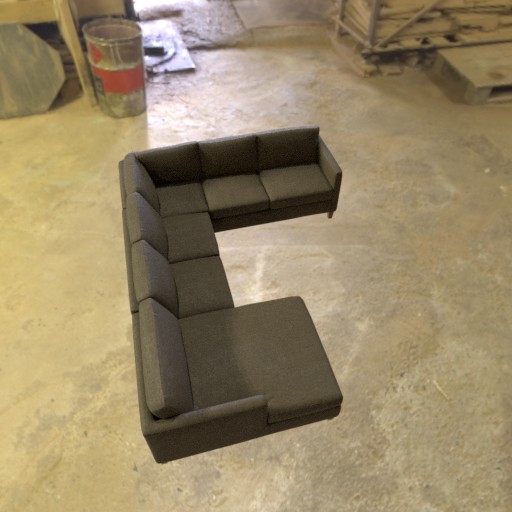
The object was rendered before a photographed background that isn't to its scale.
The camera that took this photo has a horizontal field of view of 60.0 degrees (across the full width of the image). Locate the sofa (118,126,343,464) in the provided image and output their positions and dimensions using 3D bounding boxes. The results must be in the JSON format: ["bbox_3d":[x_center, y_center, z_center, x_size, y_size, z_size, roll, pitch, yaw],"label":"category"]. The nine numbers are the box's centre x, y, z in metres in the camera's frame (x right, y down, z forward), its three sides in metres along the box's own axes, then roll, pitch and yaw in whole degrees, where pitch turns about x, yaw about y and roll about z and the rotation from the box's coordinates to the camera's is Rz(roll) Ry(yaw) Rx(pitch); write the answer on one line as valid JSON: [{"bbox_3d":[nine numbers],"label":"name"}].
[{"bbox_3d":[0.000,0.000,4.651,2.594,0.961,3.460,-11,48,-10],"label":"sofa"}]
